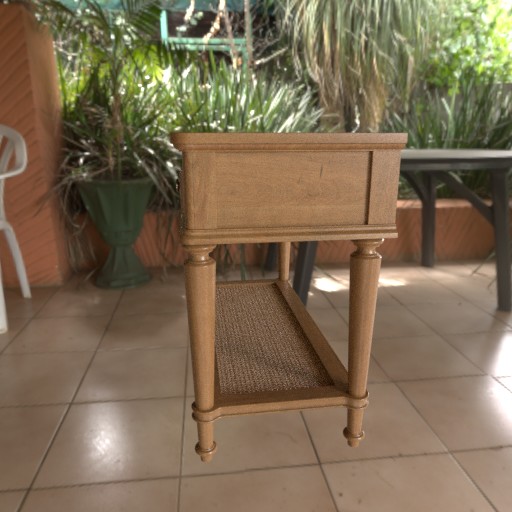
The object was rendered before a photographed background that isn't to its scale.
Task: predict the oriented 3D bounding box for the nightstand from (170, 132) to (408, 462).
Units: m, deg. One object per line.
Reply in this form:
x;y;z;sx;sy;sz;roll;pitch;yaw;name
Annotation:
0.000;0.000;1.312;0.432;0.700;0.914;-2;16;-8;nightstand
